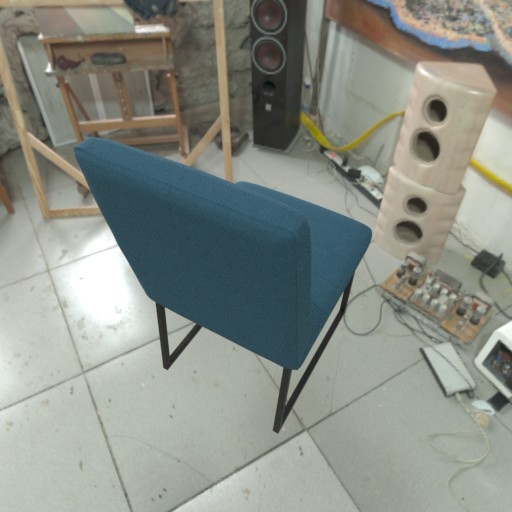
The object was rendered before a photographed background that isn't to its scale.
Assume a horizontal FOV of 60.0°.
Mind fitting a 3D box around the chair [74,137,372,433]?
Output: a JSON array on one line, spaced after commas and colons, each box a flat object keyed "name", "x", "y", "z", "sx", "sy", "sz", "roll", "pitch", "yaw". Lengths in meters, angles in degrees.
[{"name": "chair", "x": 0.000, "y": 0.000, "z": 1.306, "sx": 0.520, "sy": 0.930, "sz": 0.634, "roll": 23, "pitch": 50, "yaw": 20}]
